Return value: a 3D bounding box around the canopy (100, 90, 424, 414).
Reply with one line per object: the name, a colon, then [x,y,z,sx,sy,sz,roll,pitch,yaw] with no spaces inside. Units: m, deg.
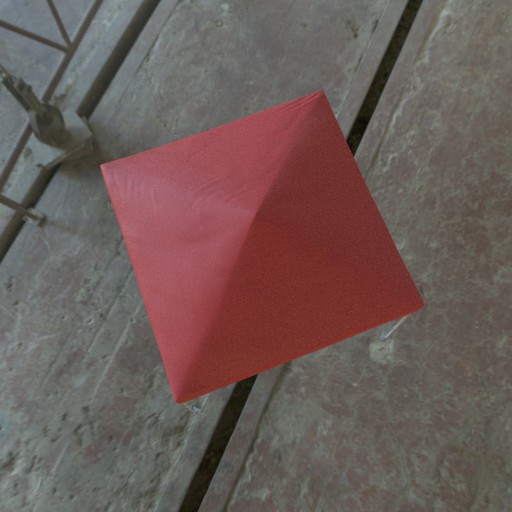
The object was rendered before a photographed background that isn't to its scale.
canopy: [0.000,0.000,6.329,3.600,3.600,3.599,-20,77,-5]
